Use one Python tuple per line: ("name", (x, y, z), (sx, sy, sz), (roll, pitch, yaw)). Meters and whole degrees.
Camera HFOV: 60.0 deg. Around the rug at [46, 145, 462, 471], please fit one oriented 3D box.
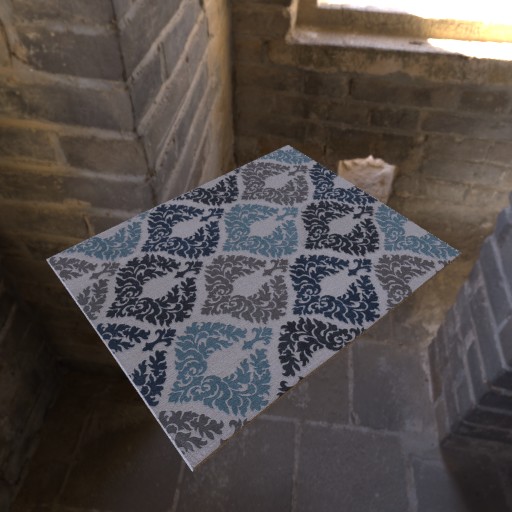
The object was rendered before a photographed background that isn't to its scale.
("rug", (0.000, 0.000, 4.126), (3.040, 0.014, 2.423), (-31, 53, -26))
